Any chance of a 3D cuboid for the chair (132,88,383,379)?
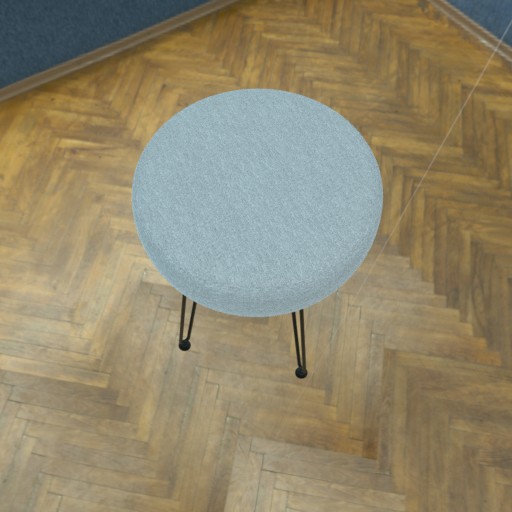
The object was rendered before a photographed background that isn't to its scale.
[{"bbox_3d":[0.000,0.000,0.703,0.350,0.440,0.350,-30,68,-14],"label":"chair"}]
